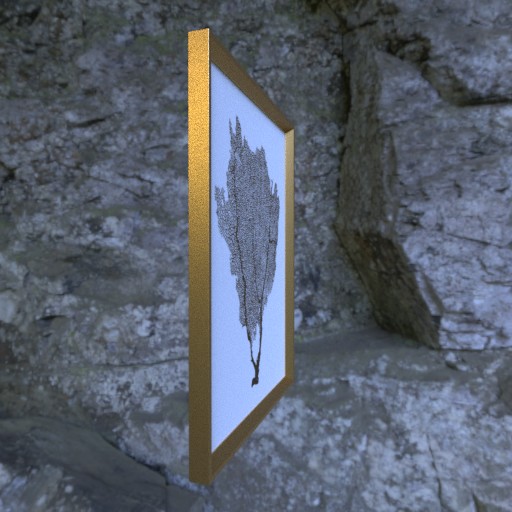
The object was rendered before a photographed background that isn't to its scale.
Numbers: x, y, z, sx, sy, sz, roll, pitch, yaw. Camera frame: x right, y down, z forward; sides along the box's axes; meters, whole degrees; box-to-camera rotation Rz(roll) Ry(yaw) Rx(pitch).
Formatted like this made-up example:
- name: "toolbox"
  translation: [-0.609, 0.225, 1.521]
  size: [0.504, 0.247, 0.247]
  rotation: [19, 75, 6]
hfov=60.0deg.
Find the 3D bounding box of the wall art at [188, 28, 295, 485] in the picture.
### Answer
- name: "wall art"
  translation: [0.000, 0.000, 1.034]
  size: [0.038, 0.762, 0.610]
  rotation: [0, 1, 18]
